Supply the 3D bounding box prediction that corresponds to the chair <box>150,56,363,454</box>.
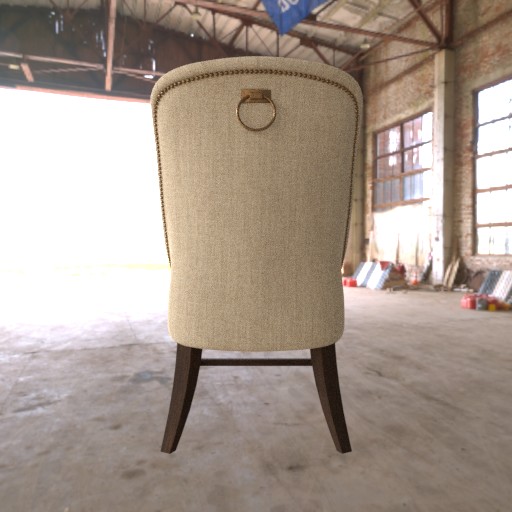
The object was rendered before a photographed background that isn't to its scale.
[{"bbox_3d":[0.000,0.000,1.491,0.634,1.091,0.629,0,2,0],"label":"chair"}]
